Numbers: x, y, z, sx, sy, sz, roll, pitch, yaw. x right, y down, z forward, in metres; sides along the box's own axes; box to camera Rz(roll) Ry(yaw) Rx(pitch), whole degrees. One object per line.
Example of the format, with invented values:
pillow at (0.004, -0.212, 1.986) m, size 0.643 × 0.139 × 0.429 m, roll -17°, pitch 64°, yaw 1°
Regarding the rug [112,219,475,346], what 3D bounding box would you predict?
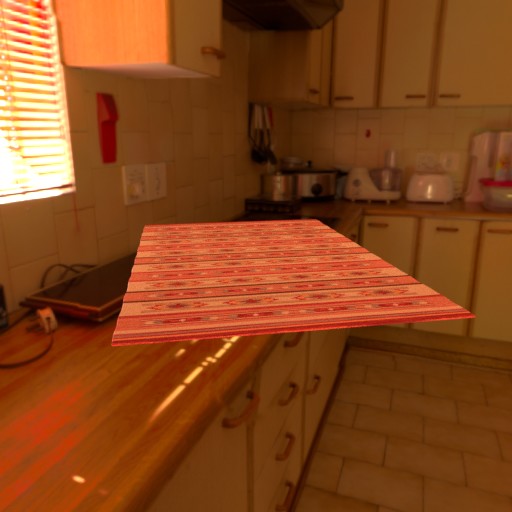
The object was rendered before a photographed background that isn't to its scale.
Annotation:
rug at (0.000, 0.000, 2.291) m, size 1.223 × 0.008 × 1.817 m, roll -3°, pitch 16°, yaw -10°
